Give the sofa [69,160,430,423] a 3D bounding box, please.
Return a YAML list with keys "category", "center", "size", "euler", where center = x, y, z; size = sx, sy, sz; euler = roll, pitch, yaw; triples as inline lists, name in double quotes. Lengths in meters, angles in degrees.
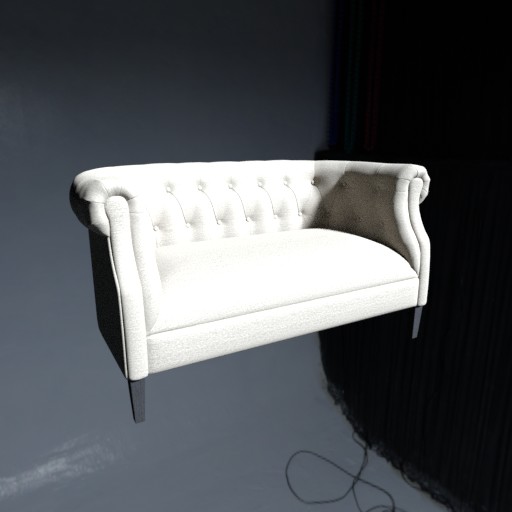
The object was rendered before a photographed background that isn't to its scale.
- category: "sofa"
  center: [0.000, 0.000, 2.049]
  size: [1.558, 0.827, 0.835]
  euler: [-8, 17, -29]
